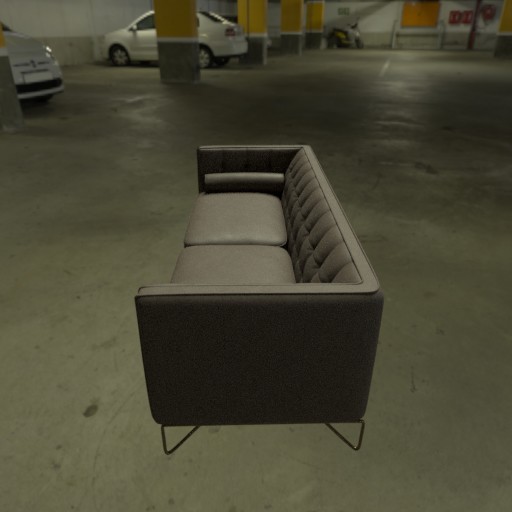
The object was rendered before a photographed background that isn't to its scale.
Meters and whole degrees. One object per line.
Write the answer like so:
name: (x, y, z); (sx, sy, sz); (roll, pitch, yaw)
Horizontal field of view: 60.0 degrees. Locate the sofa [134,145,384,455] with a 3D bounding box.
sofa: (0.000, 0.000, 2.546); (0.867, 0.789, 2.087); (0, 27, -1)
